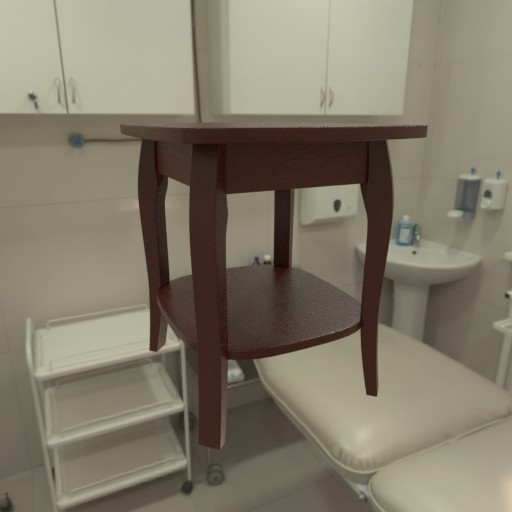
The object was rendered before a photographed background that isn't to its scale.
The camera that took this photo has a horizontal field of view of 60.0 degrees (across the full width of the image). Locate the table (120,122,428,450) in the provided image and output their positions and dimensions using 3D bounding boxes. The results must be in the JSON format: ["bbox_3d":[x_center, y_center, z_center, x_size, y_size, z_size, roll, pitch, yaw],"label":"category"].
[{"bbox_3d":[0.000,0.000,0.868,0.433,0.496,0.502,-8,19,-25],"label":"table"}]
